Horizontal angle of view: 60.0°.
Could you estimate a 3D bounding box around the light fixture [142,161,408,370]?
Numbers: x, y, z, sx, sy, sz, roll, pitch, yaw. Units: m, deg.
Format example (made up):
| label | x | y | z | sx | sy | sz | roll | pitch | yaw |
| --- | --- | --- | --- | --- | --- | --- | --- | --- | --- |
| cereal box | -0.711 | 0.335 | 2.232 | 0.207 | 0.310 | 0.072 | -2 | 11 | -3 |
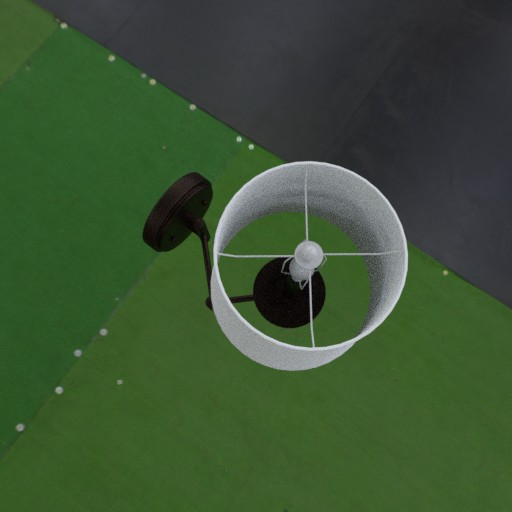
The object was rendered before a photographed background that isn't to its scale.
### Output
| label | x | y | z | sx | sy | sz | roll | pitch | yaw |
| --- | --- | --- | --- | --- | --- | --- | --- | --- | --- |
| light fixture | 0.000 | 0.000 | 0.267 | 0.157 | 0.172 | 0.100 | 37 | 80 | 8 |
